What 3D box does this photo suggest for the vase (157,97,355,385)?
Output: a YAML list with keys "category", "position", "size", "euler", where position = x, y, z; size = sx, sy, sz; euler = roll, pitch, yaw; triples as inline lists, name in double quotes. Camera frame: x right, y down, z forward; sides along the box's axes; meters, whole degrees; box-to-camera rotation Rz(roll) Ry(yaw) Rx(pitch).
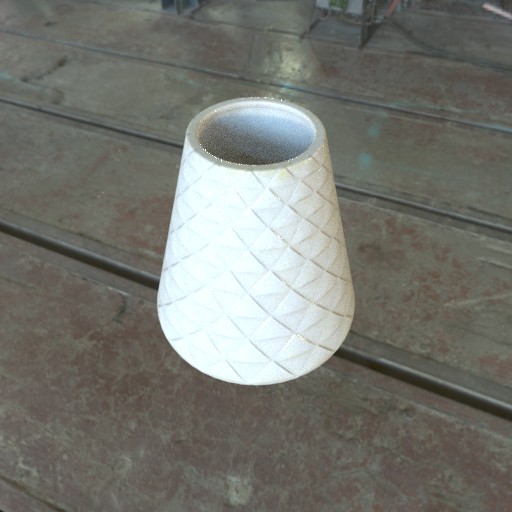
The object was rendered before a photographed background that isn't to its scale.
- category: "vase"
  position: [0.000, 0.000, 0.362]
  size: [0.175, 0.230, 0.175]
  euler: [0, 47, 0]
